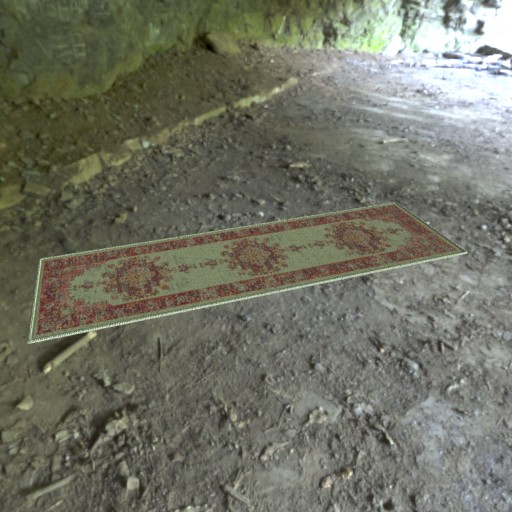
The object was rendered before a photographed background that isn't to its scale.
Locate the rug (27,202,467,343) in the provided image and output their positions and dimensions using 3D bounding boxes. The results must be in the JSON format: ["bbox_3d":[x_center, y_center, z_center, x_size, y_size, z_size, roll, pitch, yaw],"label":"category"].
[{"bbox_3d":[0.000,0.000,1.967,1.824,0.009,0.562,-10,33,-16],"label":"rug"}]
